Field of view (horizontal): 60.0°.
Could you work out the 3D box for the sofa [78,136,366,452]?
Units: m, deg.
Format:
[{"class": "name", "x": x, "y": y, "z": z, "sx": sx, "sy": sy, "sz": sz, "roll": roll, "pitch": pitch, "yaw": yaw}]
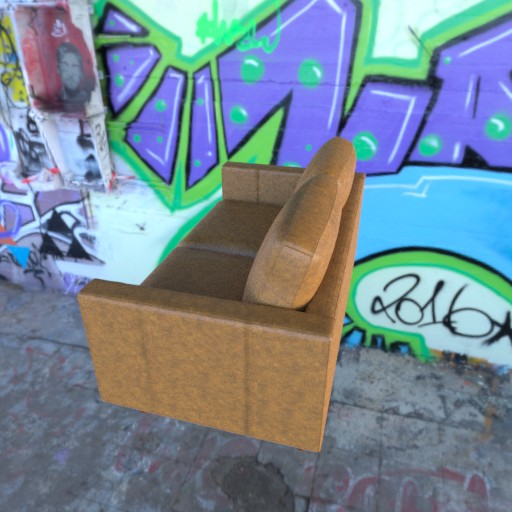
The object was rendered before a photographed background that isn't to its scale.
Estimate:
[{"class": "sofa", "x": 0.000, "y": 0.000, "z": 2.172, "sx": 0.909, "sy": 0.951, "sz": 1.578, "roll": 8, "pitch": 30, "yaw": 14}]
